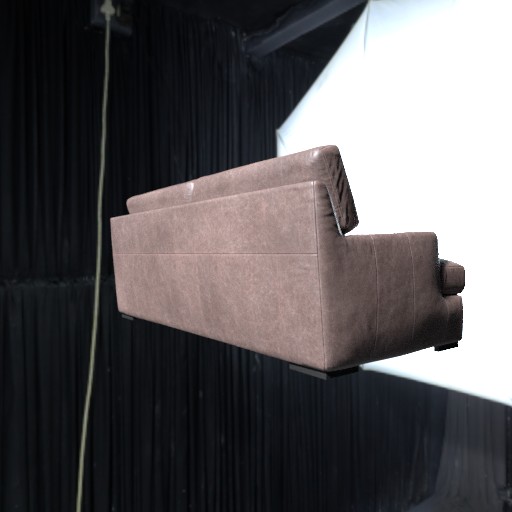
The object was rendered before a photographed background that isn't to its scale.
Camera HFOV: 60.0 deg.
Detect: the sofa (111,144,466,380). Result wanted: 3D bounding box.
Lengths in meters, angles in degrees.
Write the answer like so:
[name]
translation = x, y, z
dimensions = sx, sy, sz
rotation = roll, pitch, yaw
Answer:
[sofa]
translation = 0.000, 0.000, 2.834
dimensions = 1.143, 0.941, 2.261
rotation = 0, 0, -37
